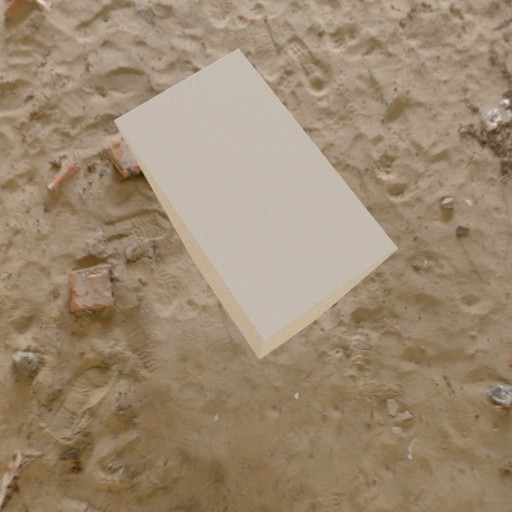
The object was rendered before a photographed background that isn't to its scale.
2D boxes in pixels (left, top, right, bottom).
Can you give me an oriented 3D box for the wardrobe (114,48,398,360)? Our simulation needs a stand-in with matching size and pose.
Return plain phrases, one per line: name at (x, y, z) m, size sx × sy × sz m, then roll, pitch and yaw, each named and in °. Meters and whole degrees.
wardrobe at (0.000, 0.000, 2.049) m, size 0.470 × 1.700 × 0.760 m, roll -34°, pitch 78°, yaw -8°
